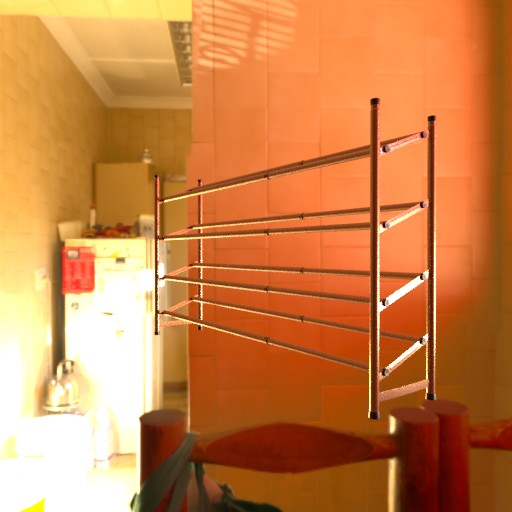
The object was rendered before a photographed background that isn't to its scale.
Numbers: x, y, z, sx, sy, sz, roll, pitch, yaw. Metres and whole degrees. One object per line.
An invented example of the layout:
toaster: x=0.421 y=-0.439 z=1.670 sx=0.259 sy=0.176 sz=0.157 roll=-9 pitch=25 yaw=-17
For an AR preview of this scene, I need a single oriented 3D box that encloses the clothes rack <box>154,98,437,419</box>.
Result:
clothes rack: x=0.000 y=0.000 z=1.458 sx=0.229 sy=0.672 sz=1.168 roll=0 pitch=1 yaw=-36
